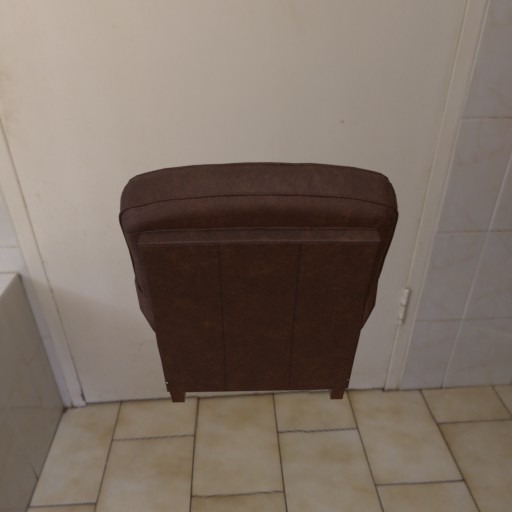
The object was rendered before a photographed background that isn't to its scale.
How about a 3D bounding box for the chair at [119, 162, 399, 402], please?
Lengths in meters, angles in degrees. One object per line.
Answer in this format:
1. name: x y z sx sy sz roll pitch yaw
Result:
1. chair: 0.000 0.000 1.815 0.936 1.018 0.986 -1 31 -1
